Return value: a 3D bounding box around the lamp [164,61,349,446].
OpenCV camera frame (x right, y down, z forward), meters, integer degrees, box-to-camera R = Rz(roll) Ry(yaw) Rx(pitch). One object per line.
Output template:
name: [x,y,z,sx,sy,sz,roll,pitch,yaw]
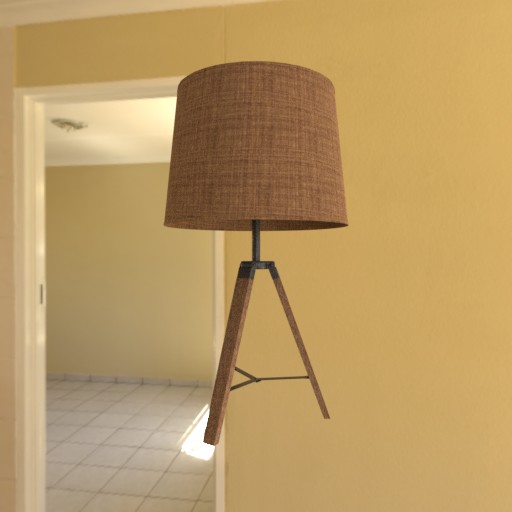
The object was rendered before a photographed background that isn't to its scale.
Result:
lamp: [0.000,0.000,0.708,0.290,0.514,0.290,0,0,0]
